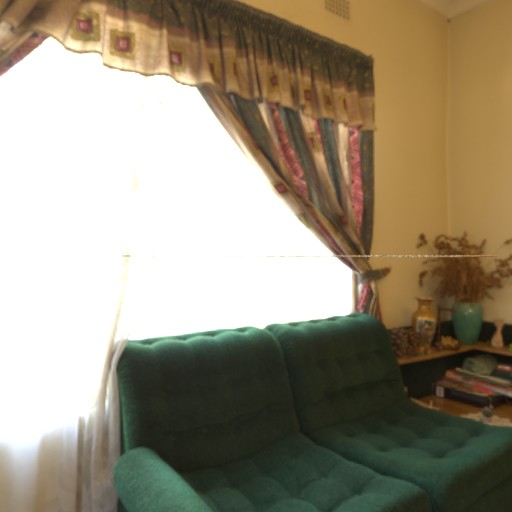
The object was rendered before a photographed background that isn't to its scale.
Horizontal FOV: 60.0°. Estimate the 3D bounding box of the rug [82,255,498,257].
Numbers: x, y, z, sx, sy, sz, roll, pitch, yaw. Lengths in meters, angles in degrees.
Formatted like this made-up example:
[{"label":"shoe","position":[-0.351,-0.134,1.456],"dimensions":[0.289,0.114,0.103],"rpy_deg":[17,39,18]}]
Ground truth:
[{"label":"rug","position":[0.000,0.000,2.637],"dimensions":[2.438,0.006,0.783],"rpy_deg":[0,0,37]}]
